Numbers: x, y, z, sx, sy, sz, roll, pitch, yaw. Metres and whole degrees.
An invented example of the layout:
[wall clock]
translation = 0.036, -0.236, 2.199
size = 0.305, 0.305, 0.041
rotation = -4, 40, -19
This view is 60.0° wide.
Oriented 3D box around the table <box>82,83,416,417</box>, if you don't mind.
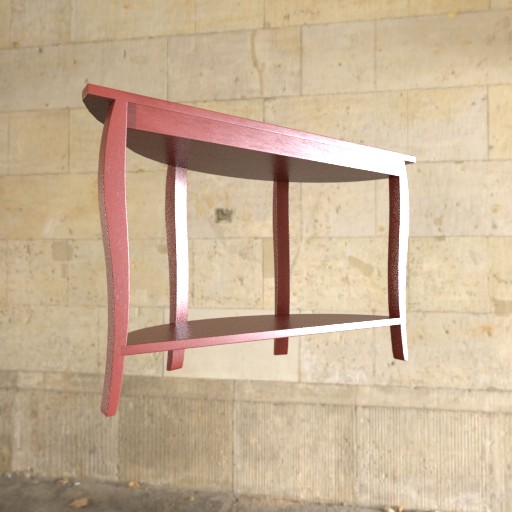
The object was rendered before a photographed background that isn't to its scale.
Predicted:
[table]
translation = 0.000, 0.000, 1.529
size = 1.219, 0.779, 0.405
rotation = 1, -2, -34
